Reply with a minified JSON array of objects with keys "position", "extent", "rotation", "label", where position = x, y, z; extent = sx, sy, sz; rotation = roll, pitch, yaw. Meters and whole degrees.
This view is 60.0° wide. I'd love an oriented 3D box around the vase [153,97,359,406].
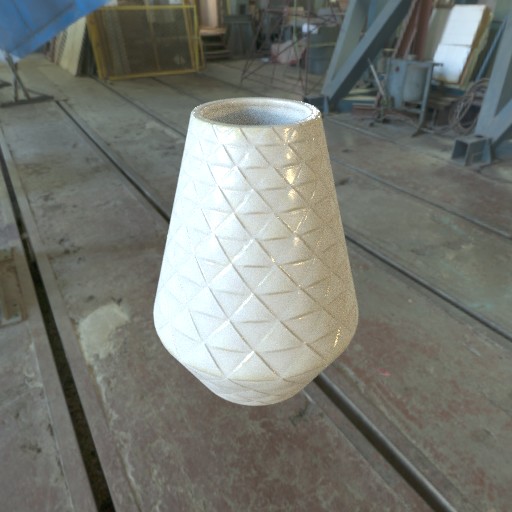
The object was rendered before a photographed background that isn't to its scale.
[{"position":[0.000,0.000,0.360],"extent":[0.175,0.230,0.175],"rotation":[0,31,0],"label":"vase"}]
